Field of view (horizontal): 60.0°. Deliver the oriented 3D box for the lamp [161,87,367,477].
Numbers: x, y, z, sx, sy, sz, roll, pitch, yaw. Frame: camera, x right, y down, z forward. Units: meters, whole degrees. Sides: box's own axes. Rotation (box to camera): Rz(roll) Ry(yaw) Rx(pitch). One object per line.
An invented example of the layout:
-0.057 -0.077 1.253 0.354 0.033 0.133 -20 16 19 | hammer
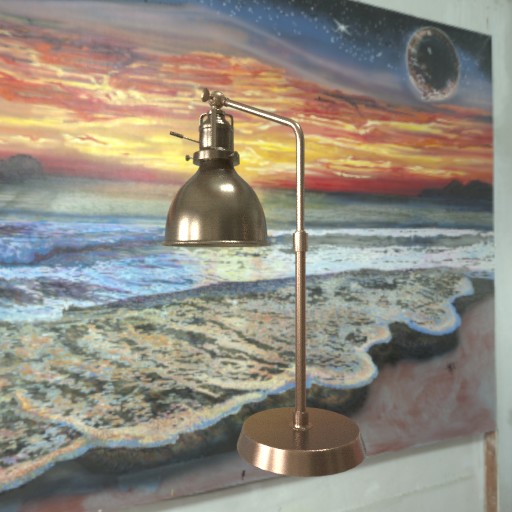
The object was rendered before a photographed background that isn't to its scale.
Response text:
0.000 0.000 0.572 0.286 0.456 0.153 0 -1 36 | lamp
